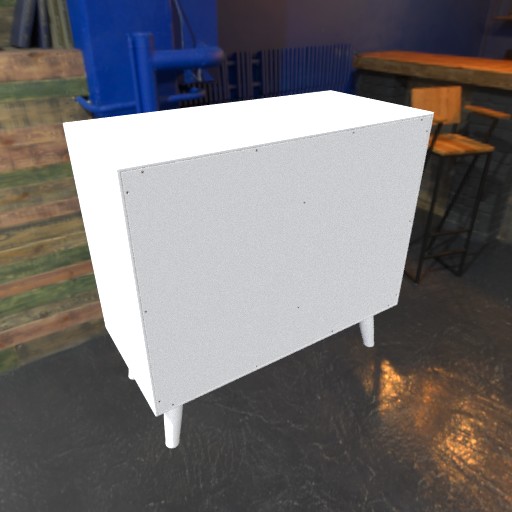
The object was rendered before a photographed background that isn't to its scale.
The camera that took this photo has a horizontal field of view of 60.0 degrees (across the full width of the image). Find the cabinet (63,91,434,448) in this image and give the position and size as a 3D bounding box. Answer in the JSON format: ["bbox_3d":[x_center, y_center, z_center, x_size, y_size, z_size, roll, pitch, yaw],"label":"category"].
[{"bbox_3d":[0.000,0.000,1.245,0.800,0.761,0.398,-18,34,-28],"label":"cabinet"}]
